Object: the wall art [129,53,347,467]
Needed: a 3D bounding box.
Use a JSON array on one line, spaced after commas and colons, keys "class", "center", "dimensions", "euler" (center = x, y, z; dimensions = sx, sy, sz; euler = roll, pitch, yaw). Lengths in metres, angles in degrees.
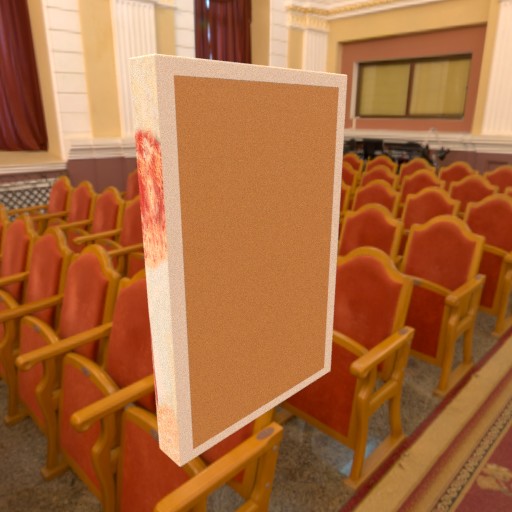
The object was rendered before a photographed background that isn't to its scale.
[{"class": "wall art", "center": [0.000, 0.000, 0.483], "dimensions": [0.251, 0.380, 0.039], "euler": [-16, 24, -42]}]
